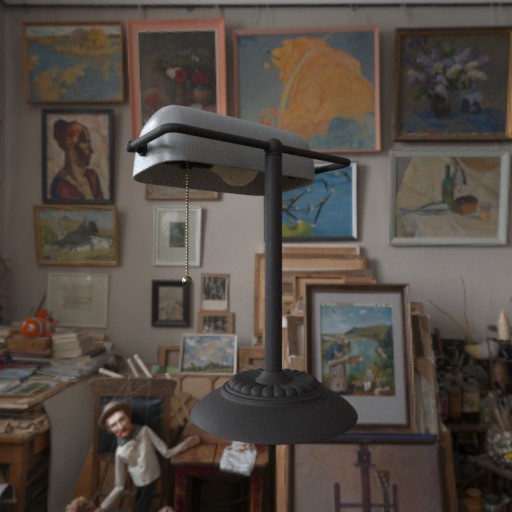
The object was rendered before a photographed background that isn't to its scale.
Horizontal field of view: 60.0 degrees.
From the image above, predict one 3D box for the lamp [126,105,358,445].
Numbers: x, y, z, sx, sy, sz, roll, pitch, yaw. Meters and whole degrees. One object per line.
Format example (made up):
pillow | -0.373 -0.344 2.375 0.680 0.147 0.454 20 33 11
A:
lamp | 0.000 0.000 0.510 0.264 0.339 0.243 1 -1 -37
